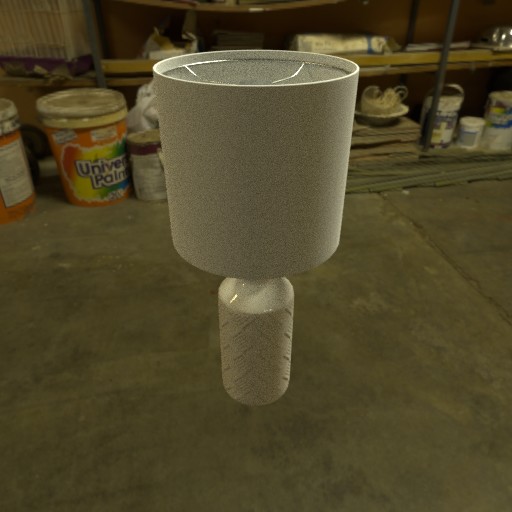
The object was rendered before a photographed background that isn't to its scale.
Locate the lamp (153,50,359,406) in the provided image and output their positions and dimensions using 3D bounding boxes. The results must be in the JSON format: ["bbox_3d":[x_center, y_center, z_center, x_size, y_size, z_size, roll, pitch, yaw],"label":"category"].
[{"bbox_3d":[0.000,0.000,0.574,0.207,0.461,0.207,21,38,29],"label":"lamp"}]
